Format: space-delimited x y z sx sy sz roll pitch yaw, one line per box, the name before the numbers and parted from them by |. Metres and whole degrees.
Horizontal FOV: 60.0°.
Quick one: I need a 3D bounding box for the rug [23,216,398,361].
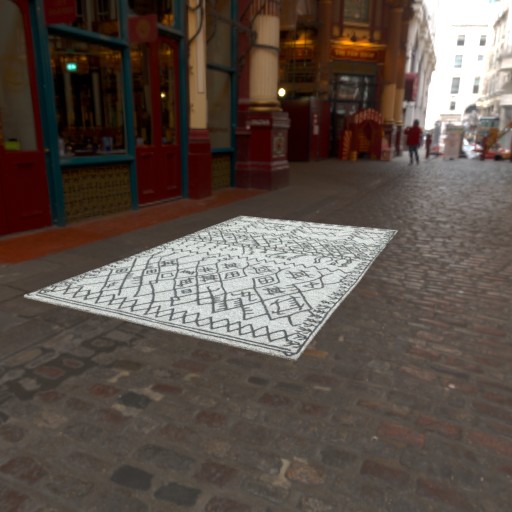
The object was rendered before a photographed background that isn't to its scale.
rug | 0.000 0.000 4.784 2.393 0.019 3.824 8 18 25
